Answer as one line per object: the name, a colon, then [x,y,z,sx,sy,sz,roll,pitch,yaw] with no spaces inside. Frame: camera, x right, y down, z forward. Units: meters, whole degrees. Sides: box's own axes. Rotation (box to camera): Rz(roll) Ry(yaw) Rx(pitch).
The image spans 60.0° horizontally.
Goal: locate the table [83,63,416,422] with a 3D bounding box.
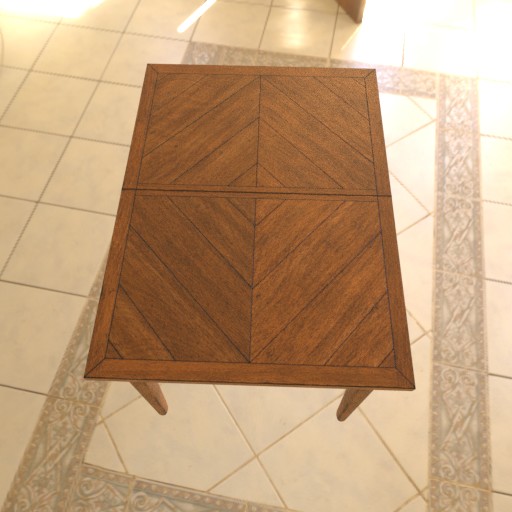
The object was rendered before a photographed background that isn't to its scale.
table: [0.000,0.000,1.576,0.757,0.760,1.027,2,63,1]
